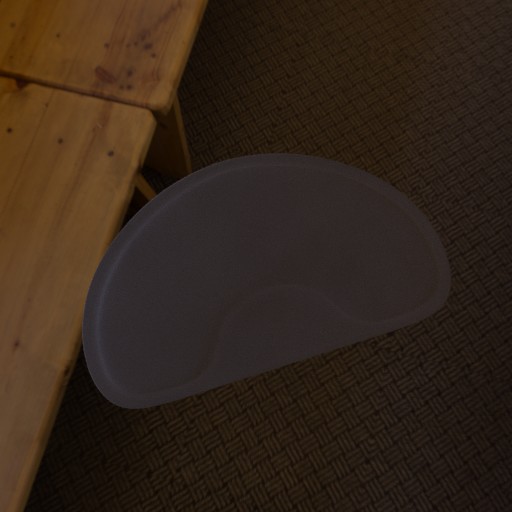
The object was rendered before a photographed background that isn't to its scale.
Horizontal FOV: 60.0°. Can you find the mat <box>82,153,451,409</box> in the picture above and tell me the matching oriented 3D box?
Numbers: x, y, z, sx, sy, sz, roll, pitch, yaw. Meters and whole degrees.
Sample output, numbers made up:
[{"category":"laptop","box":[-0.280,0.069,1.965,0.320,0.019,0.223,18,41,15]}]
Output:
[{"category":"mat","box":[0.000,0.000,1.845,1.524,0.013,0.913,-17,76,-4]}]
